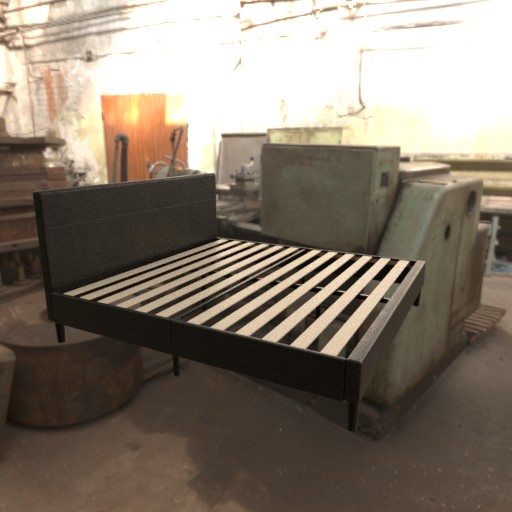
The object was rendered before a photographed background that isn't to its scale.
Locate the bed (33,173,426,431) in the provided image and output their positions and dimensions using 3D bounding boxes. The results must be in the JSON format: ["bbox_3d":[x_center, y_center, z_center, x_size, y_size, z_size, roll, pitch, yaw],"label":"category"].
[{"bbox_3d":[0.000,0.000,3.308,2.152,1.046,2.018,8,16,27],"label":"bed"}]
